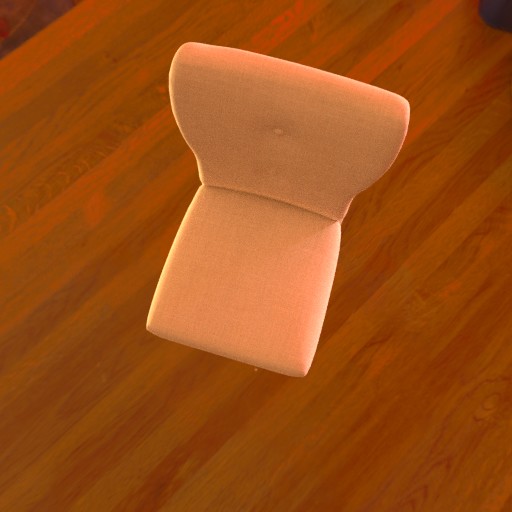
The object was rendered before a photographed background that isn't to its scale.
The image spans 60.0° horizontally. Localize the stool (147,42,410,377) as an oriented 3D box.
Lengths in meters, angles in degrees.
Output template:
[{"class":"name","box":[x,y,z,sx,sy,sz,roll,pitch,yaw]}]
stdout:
[{"class":"stool","box":[0.000,0.000,1.301,0.514,0.972,0.603,16,76,4]}]
